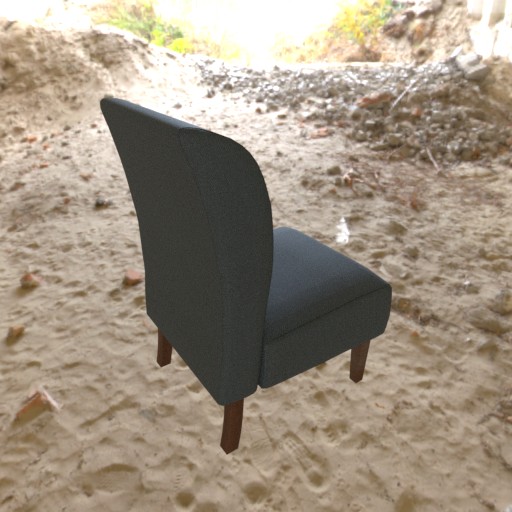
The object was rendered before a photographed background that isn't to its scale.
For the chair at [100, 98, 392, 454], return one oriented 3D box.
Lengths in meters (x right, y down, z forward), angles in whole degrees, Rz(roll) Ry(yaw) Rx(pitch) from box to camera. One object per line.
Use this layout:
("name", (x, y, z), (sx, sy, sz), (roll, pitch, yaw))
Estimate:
("chair", (0.000, 0.000, 1.192), (0.592, 0.804, 0.513), (-18, 32, -31))
